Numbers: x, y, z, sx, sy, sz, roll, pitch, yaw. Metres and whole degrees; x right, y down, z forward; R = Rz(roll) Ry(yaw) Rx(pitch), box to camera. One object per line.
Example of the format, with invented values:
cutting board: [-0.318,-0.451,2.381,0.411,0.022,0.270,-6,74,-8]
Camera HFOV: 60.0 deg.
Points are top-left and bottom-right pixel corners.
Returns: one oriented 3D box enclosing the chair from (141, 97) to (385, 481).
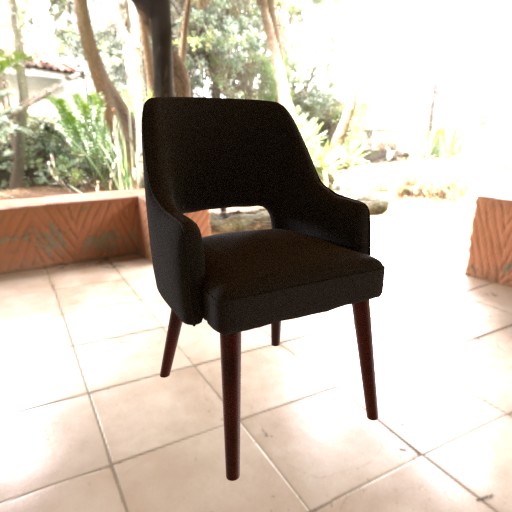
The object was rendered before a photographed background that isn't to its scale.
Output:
chair: [0.000,0.000,1.204,0.559,0.838,0.560,-9,19,-29]
